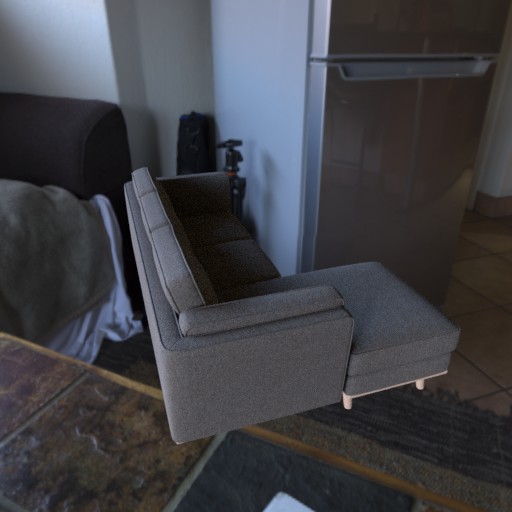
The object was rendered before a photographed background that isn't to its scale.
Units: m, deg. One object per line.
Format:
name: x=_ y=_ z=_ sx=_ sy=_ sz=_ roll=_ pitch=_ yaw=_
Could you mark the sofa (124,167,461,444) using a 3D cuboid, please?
sofa: x=0.000 y=0.000 z=3.133 sx=1.604 sy=0.929 sz=2.411 roll=-9 pitch=28 yaw=-16
